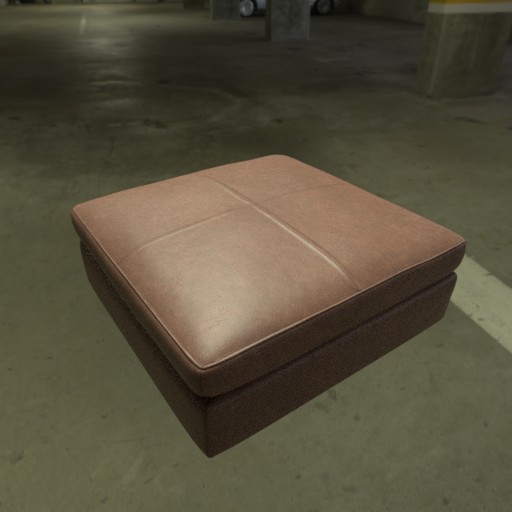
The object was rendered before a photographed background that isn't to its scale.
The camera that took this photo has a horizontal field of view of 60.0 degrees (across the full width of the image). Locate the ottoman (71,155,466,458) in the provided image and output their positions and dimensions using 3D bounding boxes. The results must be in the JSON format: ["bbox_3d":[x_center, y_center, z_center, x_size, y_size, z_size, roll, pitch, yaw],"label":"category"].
[{"bbox_3d":[0.000,0.000,1.831,1.168,0.490,1.168,-20,38,-29],"label":"ottoman"}]
